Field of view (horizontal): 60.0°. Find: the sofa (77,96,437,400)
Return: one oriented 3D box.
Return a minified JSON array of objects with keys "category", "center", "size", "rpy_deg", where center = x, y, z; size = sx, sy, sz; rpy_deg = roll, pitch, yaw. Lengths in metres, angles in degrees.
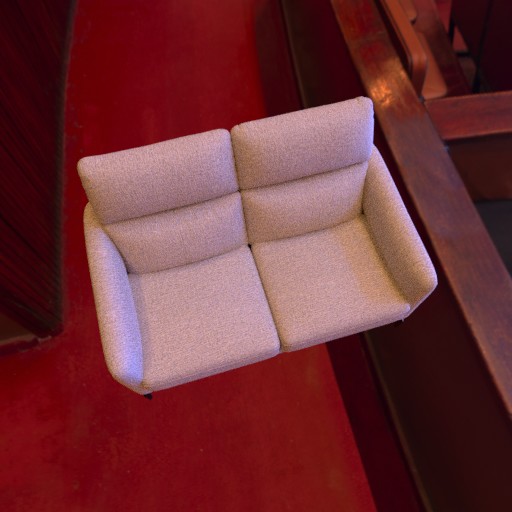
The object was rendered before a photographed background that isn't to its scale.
[{"category":"sofa","center":[0.000,0.000,2.170],"size":[1.540,0.950,0.905],"rpy_deg":[-15,64,-7]}]
